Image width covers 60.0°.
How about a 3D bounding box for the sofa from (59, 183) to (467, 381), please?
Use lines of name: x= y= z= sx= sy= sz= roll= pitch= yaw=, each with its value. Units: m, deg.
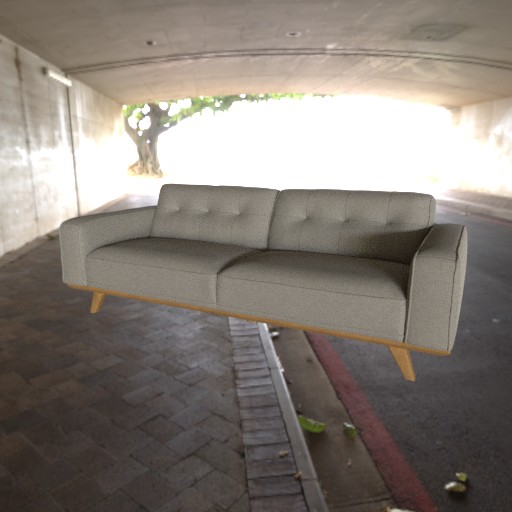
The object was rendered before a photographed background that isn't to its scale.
sofa: x=0.000 y=0.000 z=2.655 sx=2.270 sy=0.781 sz=0.956 roll=6 pitch=14 yaw=26
